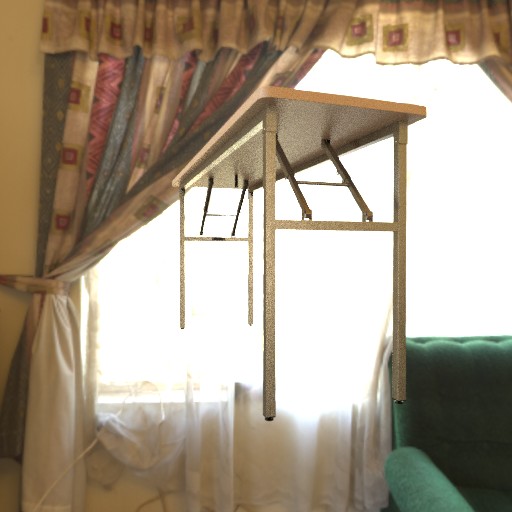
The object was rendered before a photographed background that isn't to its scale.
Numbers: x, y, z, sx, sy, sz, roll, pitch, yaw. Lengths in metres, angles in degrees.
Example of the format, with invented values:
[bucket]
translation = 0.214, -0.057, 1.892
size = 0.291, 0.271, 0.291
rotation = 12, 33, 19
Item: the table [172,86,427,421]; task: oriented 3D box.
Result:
[table]
translation = 0.000, 0.000, 1.684
size = 0.446, 0.750, 1.397
rotation = 0, 1, -19
